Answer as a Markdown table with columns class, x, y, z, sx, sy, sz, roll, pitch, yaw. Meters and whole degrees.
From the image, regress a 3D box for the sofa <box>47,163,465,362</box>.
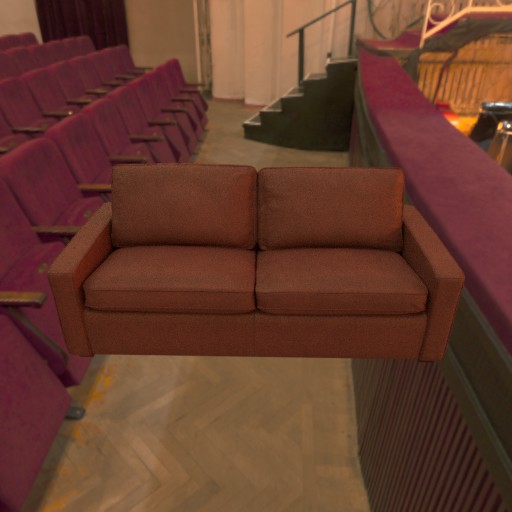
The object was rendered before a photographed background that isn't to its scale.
| class | x | y | z | sx | sy | sz | roll | pitch | yaw |
| --- | --- | --- | --- | --- | --- | --- | --- | --- | --- |
| sofa | 0.000 | 0.000 | 2.601 | 2.080 | 0.919 | 0.940 | 1 | 30 | 1 |
